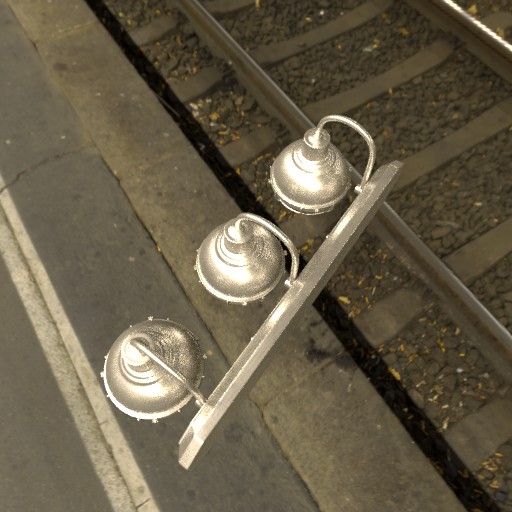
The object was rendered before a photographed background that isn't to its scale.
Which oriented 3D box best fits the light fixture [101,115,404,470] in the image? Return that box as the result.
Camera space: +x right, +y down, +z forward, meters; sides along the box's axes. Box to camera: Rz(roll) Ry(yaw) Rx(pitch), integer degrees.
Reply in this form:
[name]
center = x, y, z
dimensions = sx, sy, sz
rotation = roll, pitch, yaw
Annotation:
[light fixture]
center = 0.000, 0.000, 0.743
dimensions = 0.229, 0.254, 0.634
rotation = 33, 68, 15
